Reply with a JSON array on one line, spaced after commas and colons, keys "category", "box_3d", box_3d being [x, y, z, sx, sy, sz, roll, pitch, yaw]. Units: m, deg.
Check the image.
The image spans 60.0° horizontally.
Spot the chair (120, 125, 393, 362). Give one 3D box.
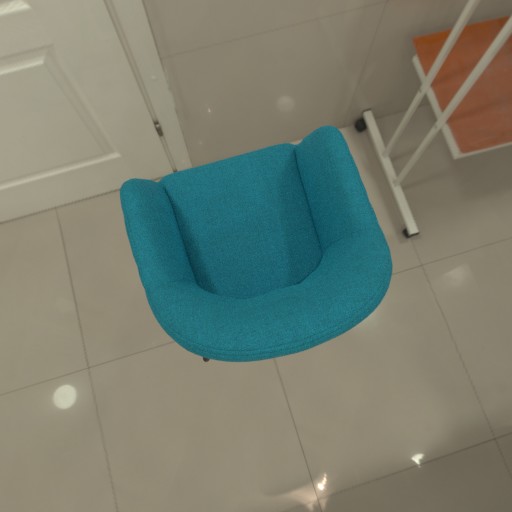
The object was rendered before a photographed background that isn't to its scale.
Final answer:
[{"category": "chair", "box_3d": [0.000, 0.000, 1.184, 0.545, 0.775, 0.565, -17, 75, -5]}]
